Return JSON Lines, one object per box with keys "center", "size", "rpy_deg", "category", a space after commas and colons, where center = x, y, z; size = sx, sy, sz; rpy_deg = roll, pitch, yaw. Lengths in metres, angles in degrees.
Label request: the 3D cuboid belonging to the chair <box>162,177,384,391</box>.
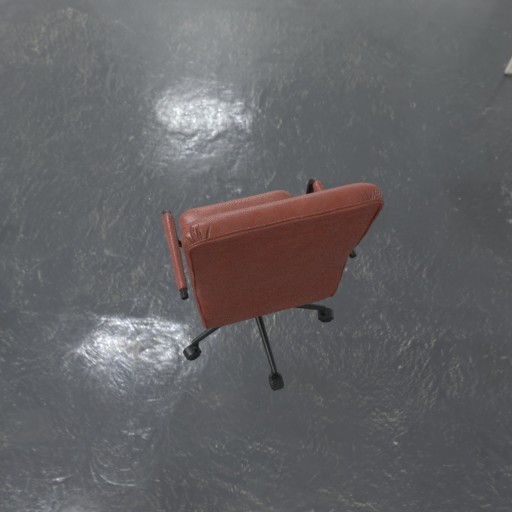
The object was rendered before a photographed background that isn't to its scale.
{"center": [0.000, 0.000, 1.357], "size": [0.608, 0.979, 0.580], "rpy_deg": [-14, 59, -8], "category": "chair"}
